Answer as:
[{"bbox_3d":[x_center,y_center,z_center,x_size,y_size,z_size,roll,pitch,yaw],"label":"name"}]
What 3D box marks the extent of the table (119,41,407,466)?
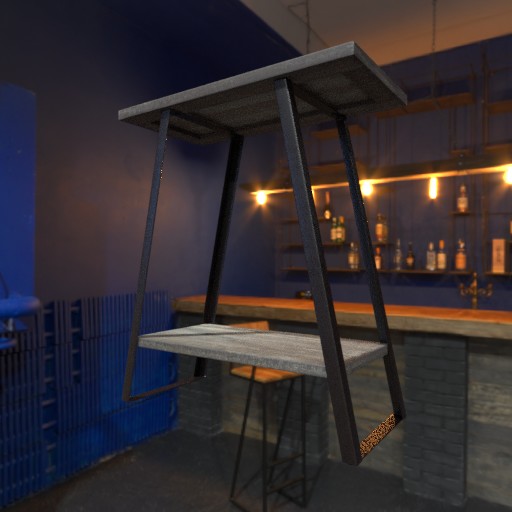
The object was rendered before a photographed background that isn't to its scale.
[{"bbox_3d":[0.000,0.000,1.016,0.599,0.701,0.300,0,-1,35],"label":"table"}]
